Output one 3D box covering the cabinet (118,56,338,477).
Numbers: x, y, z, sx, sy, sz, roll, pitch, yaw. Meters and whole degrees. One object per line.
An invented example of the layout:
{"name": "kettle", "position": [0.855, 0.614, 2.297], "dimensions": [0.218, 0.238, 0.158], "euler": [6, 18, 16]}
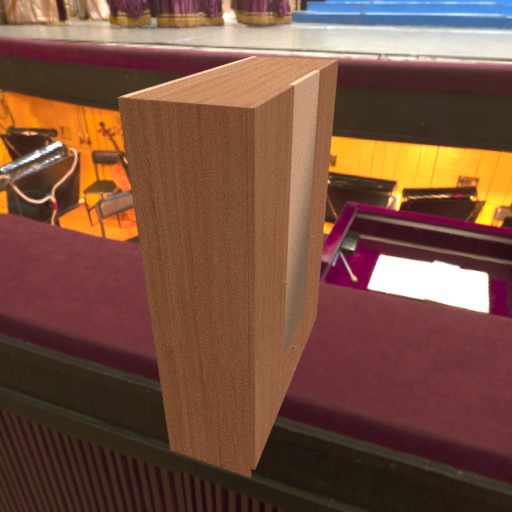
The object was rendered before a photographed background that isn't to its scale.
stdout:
{"name": "cabinet", "position": [0.000, 0.000, 2.766], "dimensions": [0.590, 2.120, 1.500], "euler": [11, 32, 17]}
